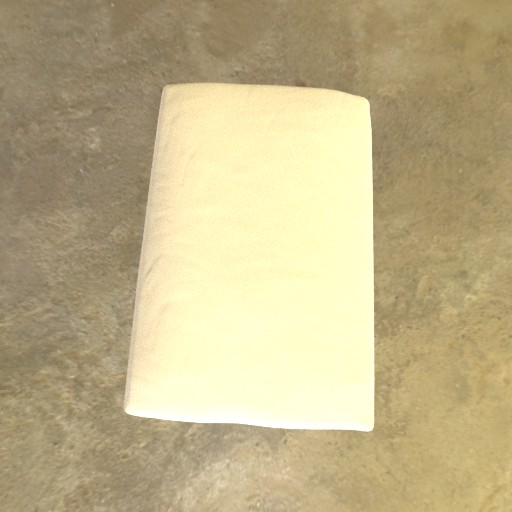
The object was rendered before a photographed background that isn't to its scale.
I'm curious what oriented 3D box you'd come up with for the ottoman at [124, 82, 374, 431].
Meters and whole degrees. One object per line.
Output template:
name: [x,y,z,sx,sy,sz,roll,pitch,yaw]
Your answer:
ottoman: [0.000,0.000,1.238,0.590,0.444,0.872,3,76,1]
